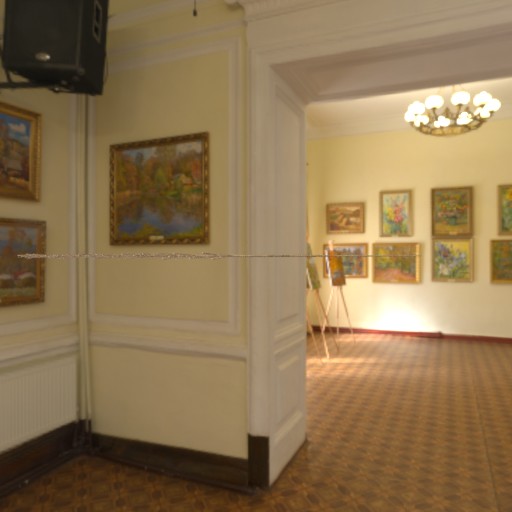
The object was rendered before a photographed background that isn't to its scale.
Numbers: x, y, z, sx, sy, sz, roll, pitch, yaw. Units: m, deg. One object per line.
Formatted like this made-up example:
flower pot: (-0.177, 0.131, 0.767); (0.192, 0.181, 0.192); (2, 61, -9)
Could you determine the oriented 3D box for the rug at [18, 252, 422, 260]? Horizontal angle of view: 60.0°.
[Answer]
rug: (0.000, 0.000, 2.450); (1.224, 0.027, 2.021); (0, 0, 37)
